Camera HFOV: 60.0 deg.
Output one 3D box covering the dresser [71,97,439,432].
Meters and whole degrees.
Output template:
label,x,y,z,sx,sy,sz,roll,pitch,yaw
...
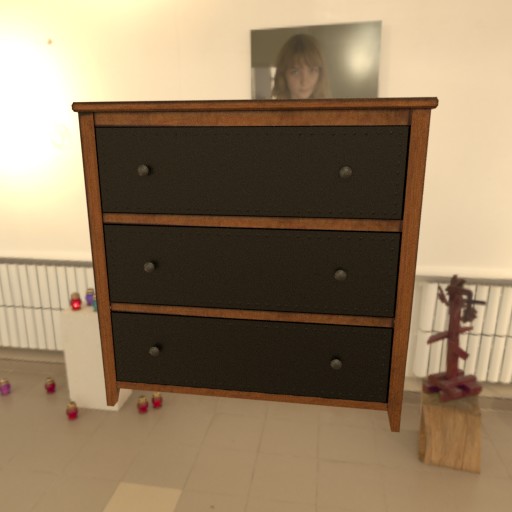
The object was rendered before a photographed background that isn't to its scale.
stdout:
label,x,y,z,sx,sy,sz,roll,pitch,yaw
dresser,0.000,0.000,1.902,1.250,1.224,0.591,2,15,8
